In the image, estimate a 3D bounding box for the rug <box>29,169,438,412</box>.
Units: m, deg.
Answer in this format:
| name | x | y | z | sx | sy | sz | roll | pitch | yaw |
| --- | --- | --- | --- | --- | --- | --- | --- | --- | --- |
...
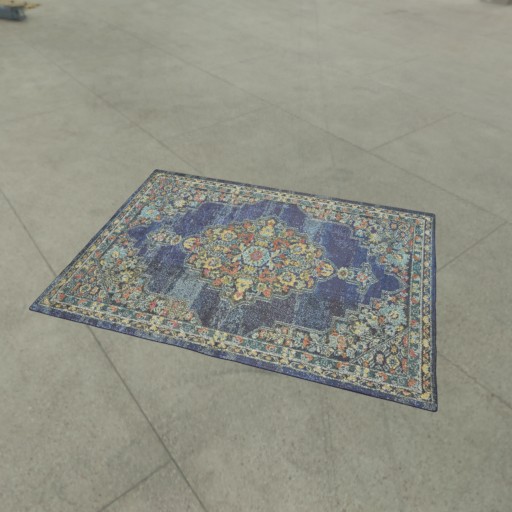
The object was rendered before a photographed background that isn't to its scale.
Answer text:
| name | x | y | z | sx | sy | sz | roll | pitch | yaw |
| --- | --- | --- | --- | --- | --- | --- | --- | --- | --- |
| rug | 0.000 | 0.000 | 2.864 | 2.232 | 0.009 | 1.630 | 11 | 42 | 12 |
